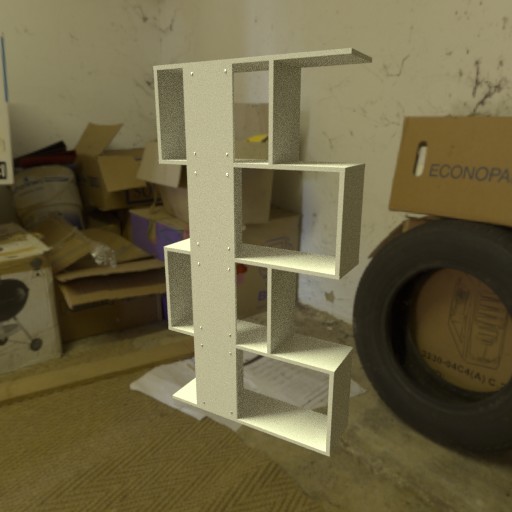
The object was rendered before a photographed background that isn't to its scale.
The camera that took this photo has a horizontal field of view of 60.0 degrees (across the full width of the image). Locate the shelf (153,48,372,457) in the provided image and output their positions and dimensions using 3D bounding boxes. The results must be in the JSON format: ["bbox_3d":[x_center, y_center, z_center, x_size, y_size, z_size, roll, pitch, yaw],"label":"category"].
[{"bbox_3d":[0.000,0.000,2.041,0.890,1.650,0.250,9,18,29],"label":"shelf"}]
